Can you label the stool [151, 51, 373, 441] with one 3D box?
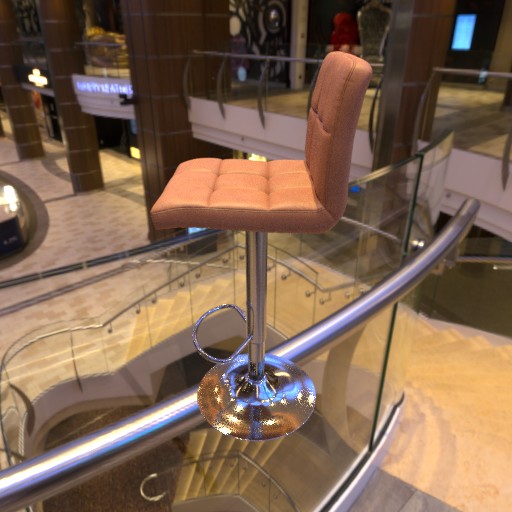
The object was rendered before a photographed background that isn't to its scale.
[{"bbox_3d":[0.000,0.000,1.341,0.505,1.115,0.430,0,27,1],"label":"stool"}]
